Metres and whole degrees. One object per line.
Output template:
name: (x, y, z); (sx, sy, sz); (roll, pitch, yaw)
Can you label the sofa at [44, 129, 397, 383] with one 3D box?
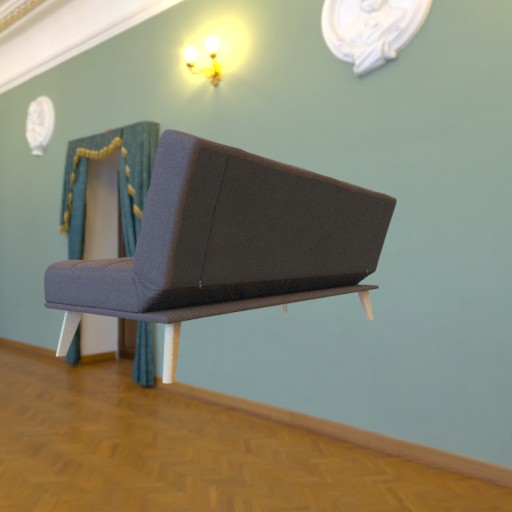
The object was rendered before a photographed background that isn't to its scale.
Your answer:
sofa: (0.000, 0.000, 2.270); (0.860, 0.810, 1.800); (0, 0, 36)
